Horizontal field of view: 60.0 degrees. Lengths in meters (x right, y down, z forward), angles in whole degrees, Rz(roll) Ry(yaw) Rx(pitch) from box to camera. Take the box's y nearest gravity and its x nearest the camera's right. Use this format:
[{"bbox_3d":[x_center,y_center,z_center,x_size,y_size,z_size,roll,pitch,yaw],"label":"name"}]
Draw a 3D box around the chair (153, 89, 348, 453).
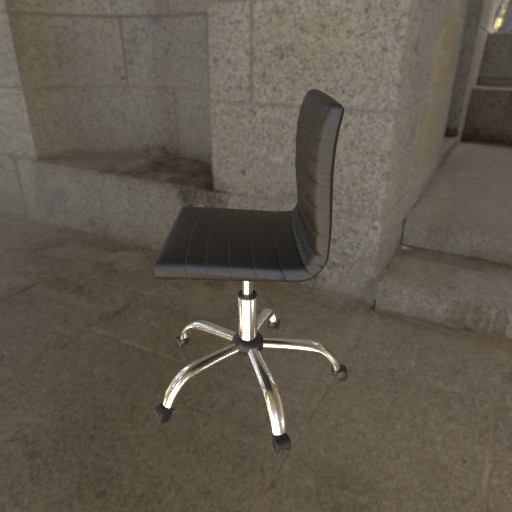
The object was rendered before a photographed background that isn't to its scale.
[{"bbox_3d":[0.000,0.000,1.130,0.530,0.780,0.556,0,24,0],"label":"chair"}]
